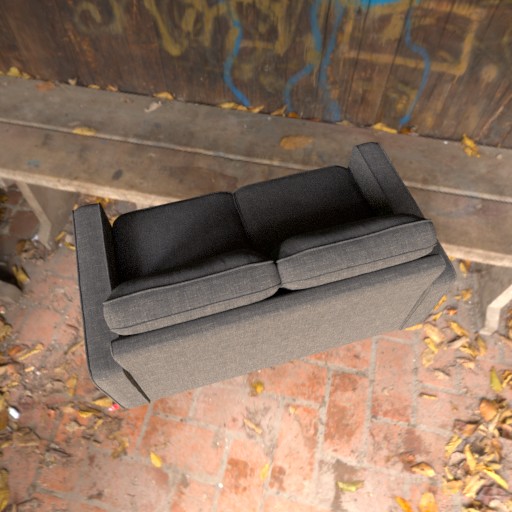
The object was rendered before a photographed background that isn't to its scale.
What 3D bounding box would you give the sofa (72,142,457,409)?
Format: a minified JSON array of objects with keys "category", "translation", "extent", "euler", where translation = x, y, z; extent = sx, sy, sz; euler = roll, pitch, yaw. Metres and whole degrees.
[{"category":"sofa","translation":[0.000,0.000,2.273],"extent":[1.709,0.918,0.947],"euler":[-14,60,-8]}]
